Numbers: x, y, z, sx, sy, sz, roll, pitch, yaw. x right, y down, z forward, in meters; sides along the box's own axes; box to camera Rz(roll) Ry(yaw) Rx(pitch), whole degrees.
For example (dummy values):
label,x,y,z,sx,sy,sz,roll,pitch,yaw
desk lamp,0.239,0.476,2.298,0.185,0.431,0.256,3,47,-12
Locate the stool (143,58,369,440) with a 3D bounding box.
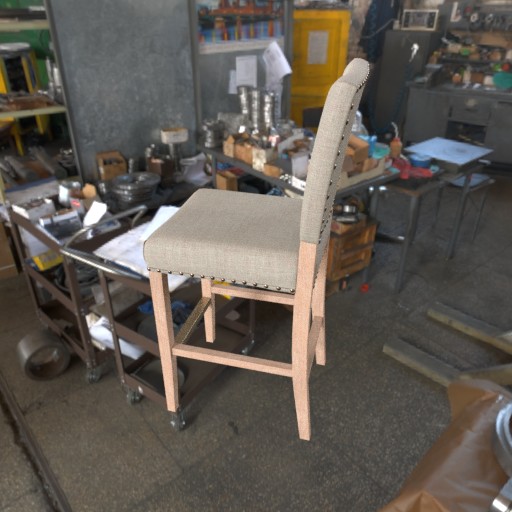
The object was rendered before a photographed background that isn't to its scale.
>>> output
label,x,y,z,sx,sy,sz,roll,pitch,yaw
stool,0.000,0.000,1.466,0.585,1.173,0.445,8,31,13
